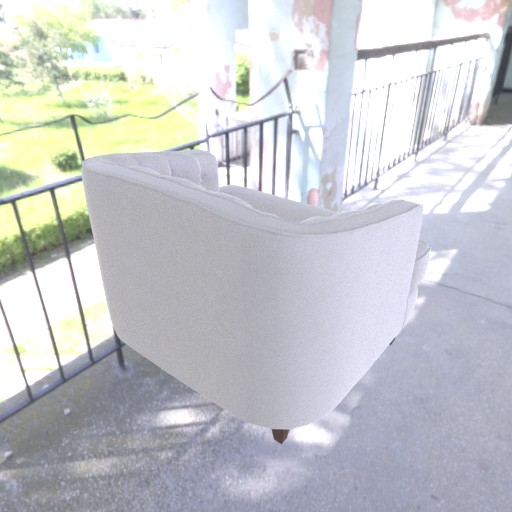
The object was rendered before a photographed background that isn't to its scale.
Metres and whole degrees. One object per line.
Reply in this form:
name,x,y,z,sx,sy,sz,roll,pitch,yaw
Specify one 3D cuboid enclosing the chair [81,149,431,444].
chair,0.000,0.000,1.752,1.104,0.852,0.941,21,36,33
